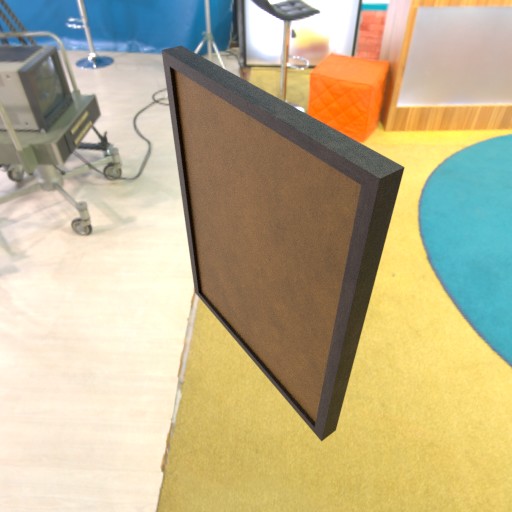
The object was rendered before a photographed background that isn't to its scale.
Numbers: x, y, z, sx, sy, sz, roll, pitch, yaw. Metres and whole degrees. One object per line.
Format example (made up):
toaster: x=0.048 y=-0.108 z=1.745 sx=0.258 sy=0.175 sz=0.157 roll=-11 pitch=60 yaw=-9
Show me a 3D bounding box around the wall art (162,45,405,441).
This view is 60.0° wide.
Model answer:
wall art: x=0.000 y=0.000 z=0.549 sx=0.027 sy=0.406 sz=0.329 roll=-26 pitch=49 yaw=-26
